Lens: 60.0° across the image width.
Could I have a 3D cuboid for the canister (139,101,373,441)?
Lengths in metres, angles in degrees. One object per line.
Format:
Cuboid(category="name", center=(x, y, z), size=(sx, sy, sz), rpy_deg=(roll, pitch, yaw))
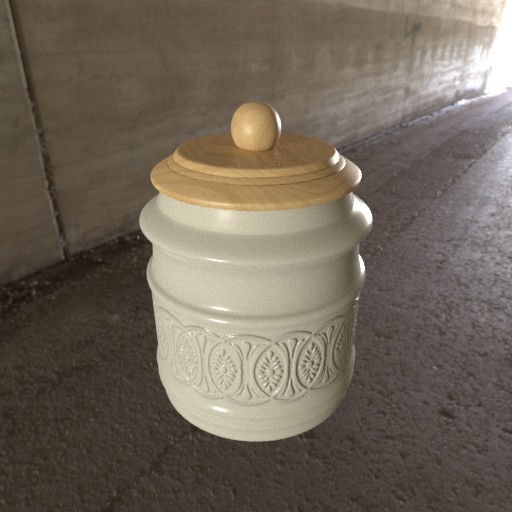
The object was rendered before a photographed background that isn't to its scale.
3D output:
Cuboid(category="canister", center=(0.000, 0.000, 0.266), size=(0.130, 0.176, 0.130), rpy_deg=(0, 27, 0))
